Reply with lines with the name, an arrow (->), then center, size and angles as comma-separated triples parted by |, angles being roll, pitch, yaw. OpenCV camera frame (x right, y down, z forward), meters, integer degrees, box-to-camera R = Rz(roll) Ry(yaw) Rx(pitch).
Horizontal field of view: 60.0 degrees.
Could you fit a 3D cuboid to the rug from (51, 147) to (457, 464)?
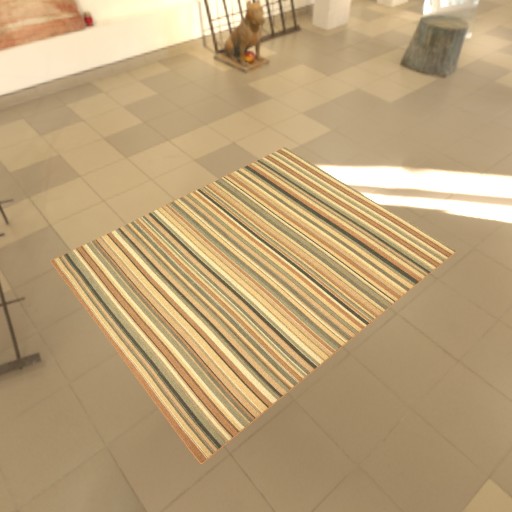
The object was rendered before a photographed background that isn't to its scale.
rug -> 0.000, 0.000, 4.241 | 3.045, 0.011, 2.436 | -32, 54, -27
